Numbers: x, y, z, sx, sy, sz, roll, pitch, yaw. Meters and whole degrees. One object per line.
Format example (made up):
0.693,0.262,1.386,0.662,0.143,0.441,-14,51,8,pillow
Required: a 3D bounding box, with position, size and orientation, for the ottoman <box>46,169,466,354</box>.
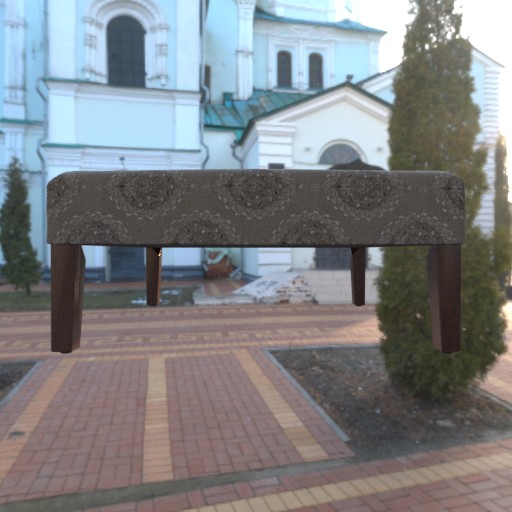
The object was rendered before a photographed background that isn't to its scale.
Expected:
0.000,0.000,1.371,0.890,0.411,0.889,0,1,0,ottoman
